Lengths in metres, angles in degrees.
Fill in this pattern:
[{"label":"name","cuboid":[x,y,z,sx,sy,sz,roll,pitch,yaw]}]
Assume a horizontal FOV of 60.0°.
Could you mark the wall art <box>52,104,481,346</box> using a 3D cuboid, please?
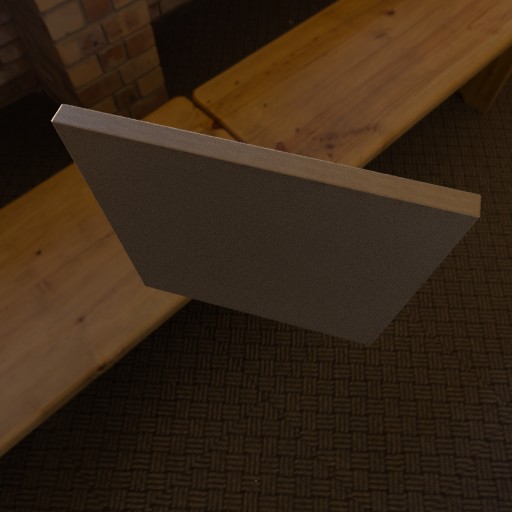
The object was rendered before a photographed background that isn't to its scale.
[{"label":"wall art","cuboid":[0.000,0.000,0.734,0.503,0.506,0.030,14,64,7]}]
